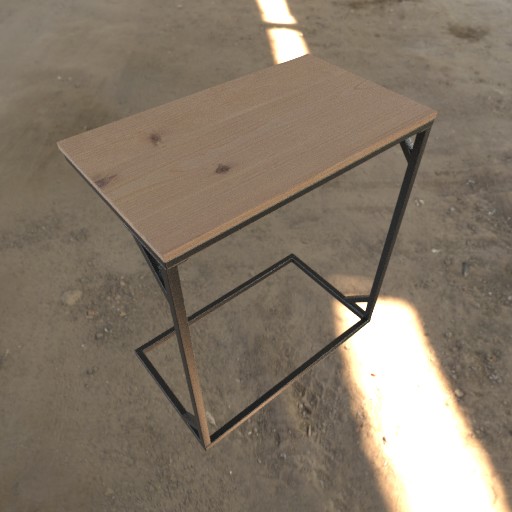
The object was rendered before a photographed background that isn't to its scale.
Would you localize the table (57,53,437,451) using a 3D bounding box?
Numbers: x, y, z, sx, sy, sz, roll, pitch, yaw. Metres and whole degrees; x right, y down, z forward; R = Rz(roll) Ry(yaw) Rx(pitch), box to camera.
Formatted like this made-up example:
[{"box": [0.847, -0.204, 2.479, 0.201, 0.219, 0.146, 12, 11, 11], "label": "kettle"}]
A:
[{"box": [0.000, 0.000, 1.039, 0.597, 0.673, 0.351, -31, 53, -26], "label": "table"}]
